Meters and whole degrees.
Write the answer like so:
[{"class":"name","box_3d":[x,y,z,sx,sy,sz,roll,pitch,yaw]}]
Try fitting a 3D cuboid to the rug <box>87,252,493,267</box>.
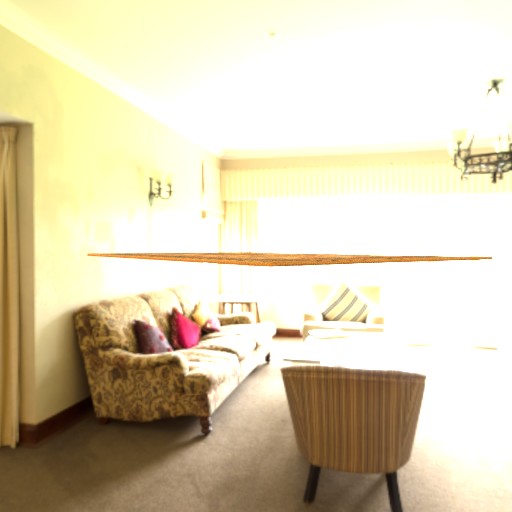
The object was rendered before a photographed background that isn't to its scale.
[{"class":"rug","box_3d":[0.000,0.000,2.303,1.225,0.015,1.840,-1,1,-36]}]
